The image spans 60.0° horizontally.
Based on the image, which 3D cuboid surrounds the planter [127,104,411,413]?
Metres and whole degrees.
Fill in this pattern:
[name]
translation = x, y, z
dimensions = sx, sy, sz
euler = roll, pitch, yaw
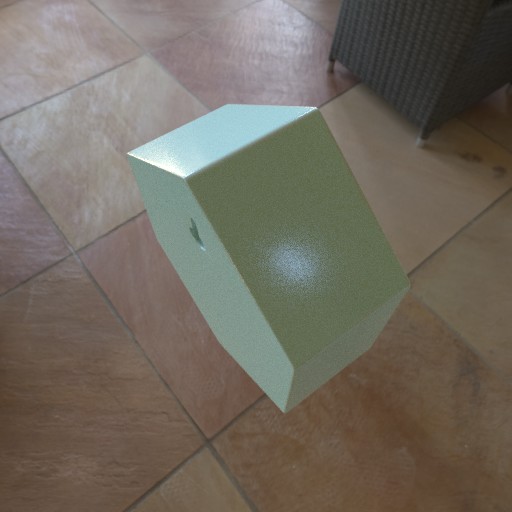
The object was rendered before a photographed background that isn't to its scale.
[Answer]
[planter]
translation = 0.000, 0.000, 0.293
dimensions = 0.078, 0.207, 0.169
euler = -32, 64, -18
